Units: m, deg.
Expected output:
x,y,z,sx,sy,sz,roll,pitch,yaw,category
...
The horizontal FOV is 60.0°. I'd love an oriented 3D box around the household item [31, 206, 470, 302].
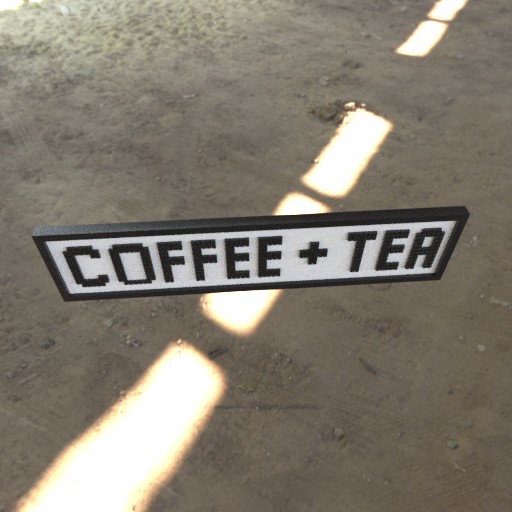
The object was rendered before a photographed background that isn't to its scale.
x,y,z,sx,sy,sz,roll,pitch,yaw,category
0.000,0.000,1.103,1.001,0.236,0.030,-3,46,-3,household item
